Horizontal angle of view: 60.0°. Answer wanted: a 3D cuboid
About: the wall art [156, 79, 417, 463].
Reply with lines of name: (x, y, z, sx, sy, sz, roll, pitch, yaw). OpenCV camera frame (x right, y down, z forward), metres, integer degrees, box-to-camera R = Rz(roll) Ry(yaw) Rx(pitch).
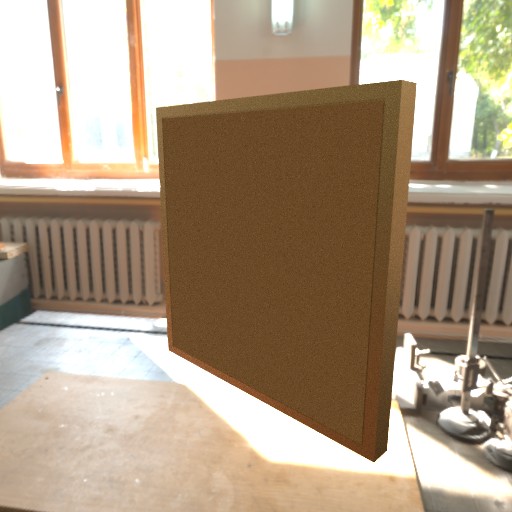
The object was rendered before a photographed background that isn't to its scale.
wall art: (0.000, 0.000, 1.901, 1.284, 1.284, 0.095, 13, 19, 43)
